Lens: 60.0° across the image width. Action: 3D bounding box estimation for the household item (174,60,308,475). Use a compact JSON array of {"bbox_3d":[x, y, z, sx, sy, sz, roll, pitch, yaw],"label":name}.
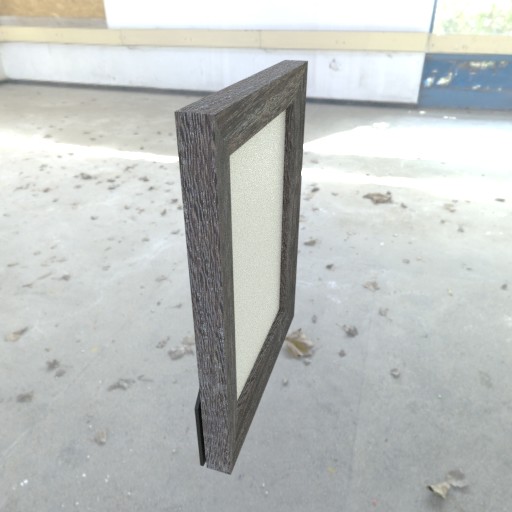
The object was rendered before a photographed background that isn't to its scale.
[{"bbox_3d":[0.000,0.000,0.280,0.020,0.210,0.160,9,32,15],"label":"household item"}]
